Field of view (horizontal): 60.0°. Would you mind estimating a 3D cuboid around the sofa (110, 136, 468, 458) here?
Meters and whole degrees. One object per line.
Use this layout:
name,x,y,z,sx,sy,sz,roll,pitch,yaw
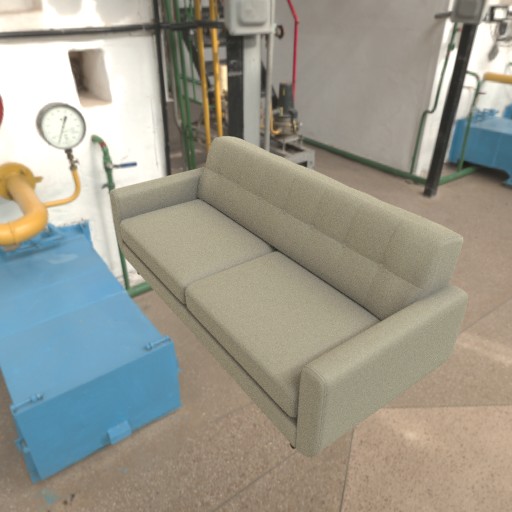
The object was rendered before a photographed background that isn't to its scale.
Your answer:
sofa,0.000,0.000,2.619,0.980,0.892,2.137,-21,37,-30
